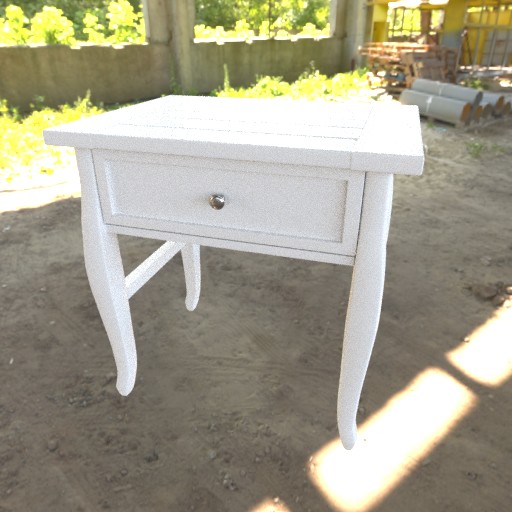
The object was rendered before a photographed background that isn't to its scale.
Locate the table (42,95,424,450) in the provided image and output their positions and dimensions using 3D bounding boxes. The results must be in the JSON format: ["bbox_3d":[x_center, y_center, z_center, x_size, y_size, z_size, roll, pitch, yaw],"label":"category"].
[{"bbox_3d":[0.000,0.000,0.985,0.599,0.605,0.463,8,28,15],"label":"table"}]
